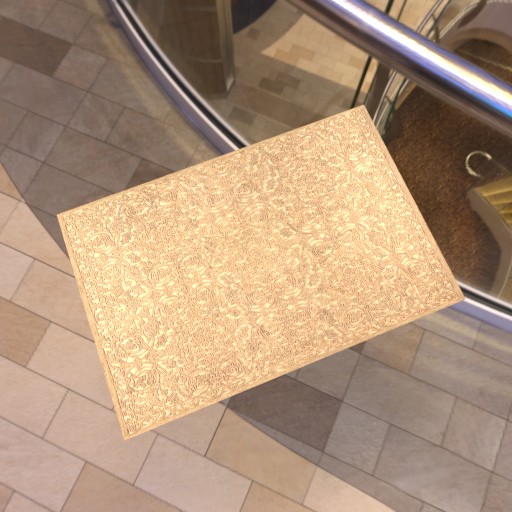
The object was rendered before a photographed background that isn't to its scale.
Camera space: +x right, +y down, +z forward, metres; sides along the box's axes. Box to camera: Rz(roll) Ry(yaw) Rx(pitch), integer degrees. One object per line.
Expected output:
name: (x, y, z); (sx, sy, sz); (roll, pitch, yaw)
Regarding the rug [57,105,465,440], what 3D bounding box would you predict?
rug: (0.000, 0.000, 2.332); (1.827, 0.006, 1.221); (-21, 76, -5)
